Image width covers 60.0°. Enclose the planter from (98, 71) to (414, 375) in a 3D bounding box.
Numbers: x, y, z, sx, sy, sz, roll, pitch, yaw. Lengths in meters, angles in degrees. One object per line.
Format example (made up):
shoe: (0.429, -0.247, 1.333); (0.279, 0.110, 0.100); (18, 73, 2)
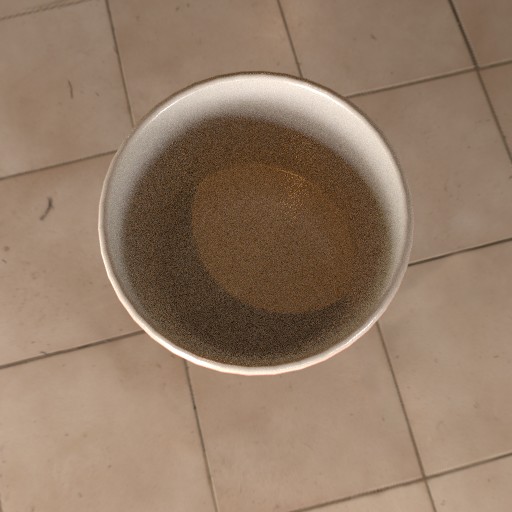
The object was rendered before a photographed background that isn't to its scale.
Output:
planter: (0.000, 0.000, 0.395); (0.199, 0.268, 0.199); (0, 78, 0)
